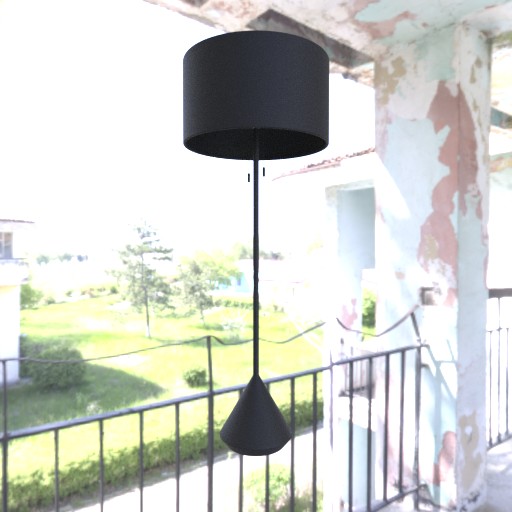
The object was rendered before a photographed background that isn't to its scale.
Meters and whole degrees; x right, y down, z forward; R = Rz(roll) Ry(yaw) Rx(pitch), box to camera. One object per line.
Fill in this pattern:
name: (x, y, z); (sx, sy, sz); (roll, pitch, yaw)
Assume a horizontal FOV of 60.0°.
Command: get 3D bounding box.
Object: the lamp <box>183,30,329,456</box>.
lamp: (0.000, 0.000, 1.788); (0.580, 1.526, 0.580); (-1, 1, -36)
